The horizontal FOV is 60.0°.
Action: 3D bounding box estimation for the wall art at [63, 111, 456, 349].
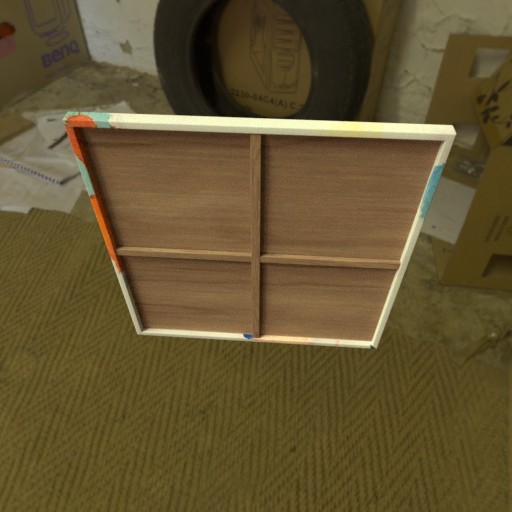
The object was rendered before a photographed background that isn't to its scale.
[{"bbox_3d":[0.000,0.000,1.523,1.017,1.017,0.044,3,47,3],"label":"wall art"}]
